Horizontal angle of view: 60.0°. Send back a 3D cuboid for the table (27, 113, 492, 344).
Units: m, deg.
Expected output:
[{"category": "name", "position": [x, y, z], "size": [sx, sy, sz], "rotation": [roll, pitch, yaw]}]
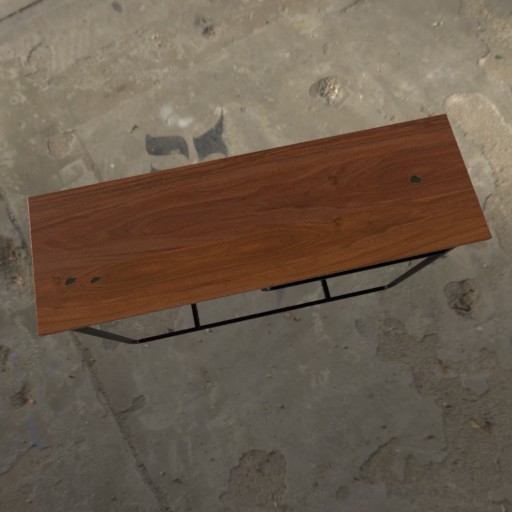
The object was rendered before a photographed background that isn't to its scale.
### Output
[{"category": "table", "position": [0.000, 0.000, 1.453], "size": [1.100, 0.750, 0.350], "rotation": [-12, 76, -3]}]
